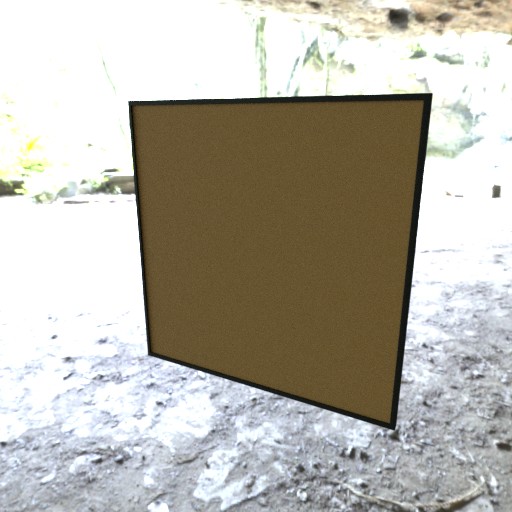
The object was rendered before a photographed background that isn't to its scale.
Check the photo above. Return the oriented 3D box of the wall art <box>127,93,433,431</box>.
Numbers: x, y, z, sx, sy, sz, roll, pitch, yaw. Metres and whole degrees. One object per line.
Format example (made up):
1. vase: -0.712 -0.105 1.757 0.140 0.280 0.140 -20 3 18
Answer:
1. wall art: 0.000 0.000 0.679 0.458 0.457 0.013 9 19 27
